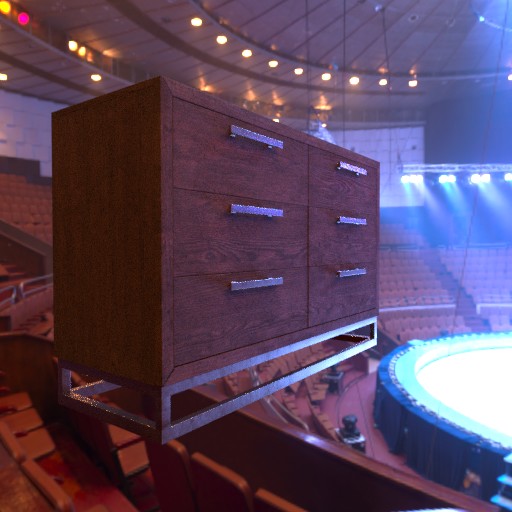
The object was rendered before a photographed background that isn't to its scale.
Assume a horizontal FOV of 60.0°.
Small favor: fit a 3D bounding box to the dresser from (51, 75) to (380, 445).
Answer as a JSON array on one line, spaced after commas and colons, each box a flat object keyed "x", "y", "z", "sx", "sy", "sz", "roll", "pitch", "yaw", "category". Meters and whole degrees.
[{"x": 0.000, "y": 0.000, "z": 2.088, "sx": 0.623, "sy": 1.061, "sz": 1.646, "roll": 1, "pitch": 2, "yaw": 37, "category": "dresser"}]
